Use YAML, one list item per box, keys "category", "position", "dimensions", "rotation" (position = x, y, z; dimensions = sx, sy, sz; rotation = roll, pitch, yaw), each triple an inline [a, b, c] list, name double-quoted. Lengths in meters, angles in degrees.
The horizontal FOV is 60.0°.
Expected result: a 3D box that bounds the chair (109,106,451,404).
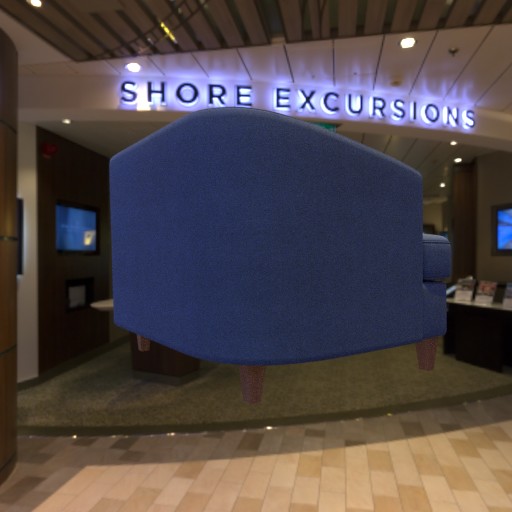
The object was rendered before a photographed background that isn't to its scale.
- category: "chair"
  position: [0.000, 0.000, 1.718]
  dimensions: [0.914, 0.787, 1.118]
  rotation: [0, 0, -35]
